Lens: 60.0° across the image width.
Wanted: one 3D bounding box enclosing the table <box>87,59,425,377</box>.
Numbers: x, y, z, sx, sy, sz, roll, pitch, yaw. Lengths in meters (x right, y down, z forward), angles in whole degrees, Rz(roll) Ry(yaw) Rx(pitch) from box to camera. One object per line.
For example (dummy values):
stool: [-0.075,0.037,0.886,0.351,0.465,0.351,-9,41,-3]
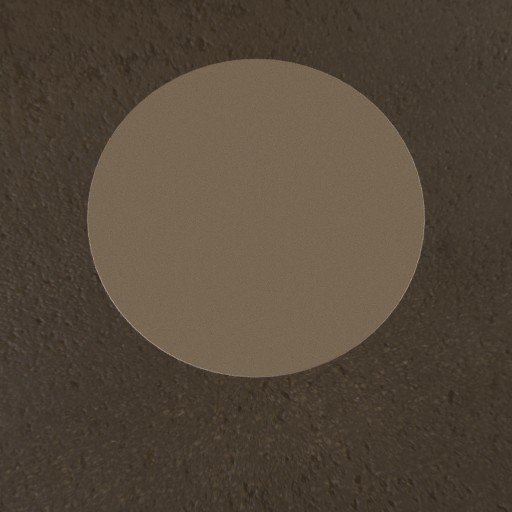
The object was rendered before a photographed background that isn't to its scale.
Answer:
table: [0.000,0.000,0.810,0.418,0.532,0.418,33,78,8]
